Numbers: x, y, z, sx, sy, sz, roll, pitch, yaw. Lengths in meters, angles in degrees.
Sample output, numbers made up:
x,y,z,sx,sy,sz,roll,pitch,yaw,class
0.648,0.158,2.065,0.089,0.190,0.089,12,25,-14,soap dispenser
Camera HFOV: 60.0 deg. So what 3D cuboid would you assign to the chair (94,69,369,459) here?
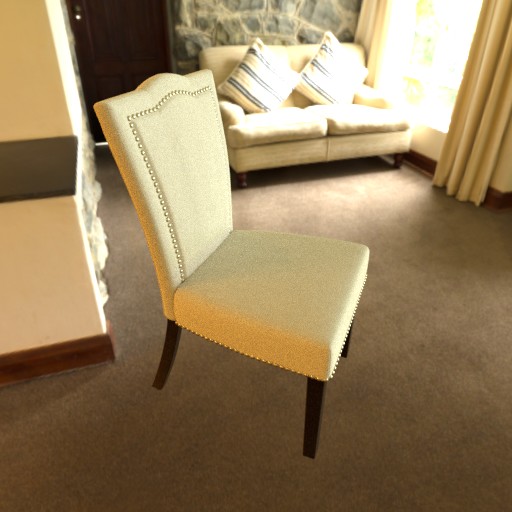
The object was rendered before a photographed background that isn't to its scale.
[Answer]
x,y,z,sx,sy,sz,roll,pitch,yaw,class
0.000,0.000,1.269,0.589,0.946,0.518,12,33,19,chair
